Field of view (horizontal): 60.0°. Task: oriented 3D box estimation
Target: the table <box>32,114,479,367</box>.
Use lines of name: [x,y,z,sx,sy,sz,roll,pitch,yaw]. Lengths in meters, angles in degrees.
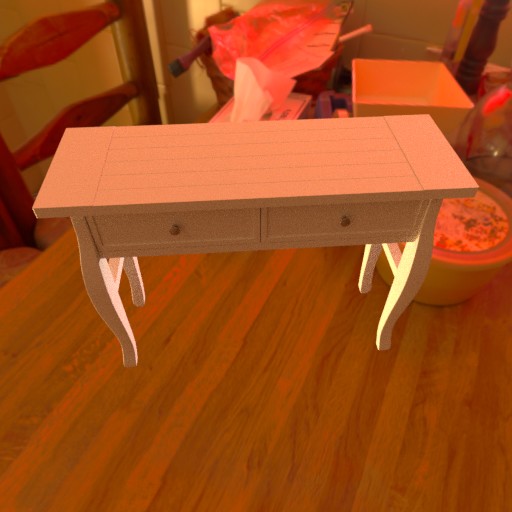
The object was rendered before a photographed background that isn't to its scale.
table: [0.000,0.000,1.449,1.062,0.768,0.373,-3,46,-3]
